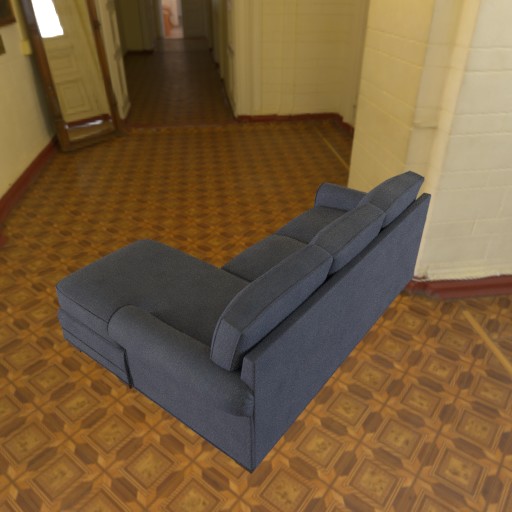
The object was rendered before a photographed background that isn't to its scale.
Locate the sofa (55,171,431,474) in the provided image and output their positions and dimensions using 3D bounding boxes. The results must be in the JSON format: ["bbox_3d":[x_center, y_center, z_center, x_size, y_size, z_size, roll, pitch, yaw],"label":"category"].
[{"bbox_3d":[0.000,0.000,3.413,1.780,1.063,2.567,22,38,31],"label":"sofa"}]
